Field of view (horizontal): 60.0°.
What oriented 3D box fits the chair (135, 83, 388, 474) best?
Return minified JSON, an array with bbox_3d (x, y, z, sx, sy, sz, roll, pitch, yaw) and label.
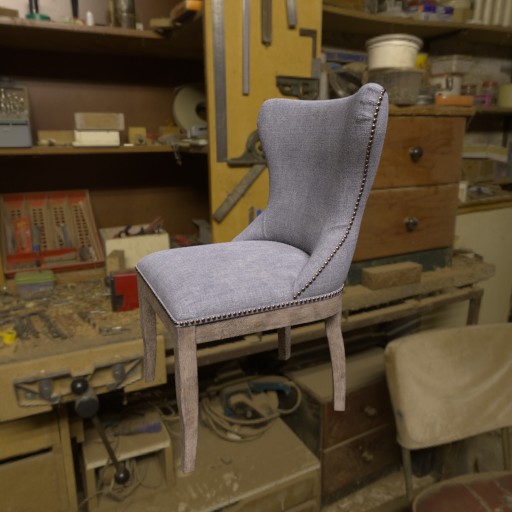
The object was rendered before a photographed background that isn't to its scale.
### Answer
[{"bbox_3d":[0.000,0.000,1.421,0.681,1.002,0.654,-7,17,-24],"label":"chair"}]
